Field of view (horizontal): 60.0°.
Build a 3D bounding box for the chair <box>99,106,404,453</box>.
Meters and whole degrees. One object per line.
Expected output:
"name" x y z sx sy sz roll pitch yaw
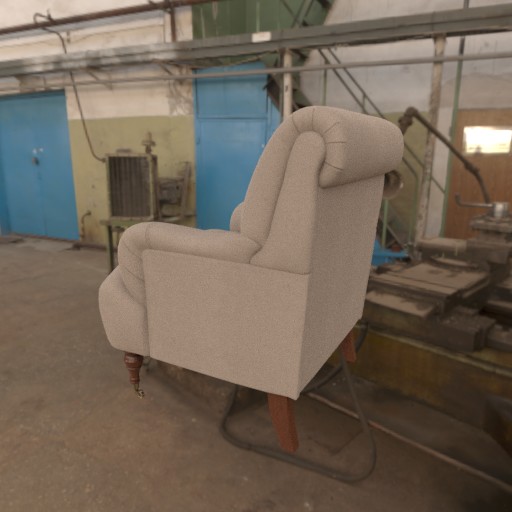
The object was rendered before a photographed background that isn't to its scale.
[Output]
"chair" 0.000 0.000 1.553 0.842 0.942 0.766 7 16 27
